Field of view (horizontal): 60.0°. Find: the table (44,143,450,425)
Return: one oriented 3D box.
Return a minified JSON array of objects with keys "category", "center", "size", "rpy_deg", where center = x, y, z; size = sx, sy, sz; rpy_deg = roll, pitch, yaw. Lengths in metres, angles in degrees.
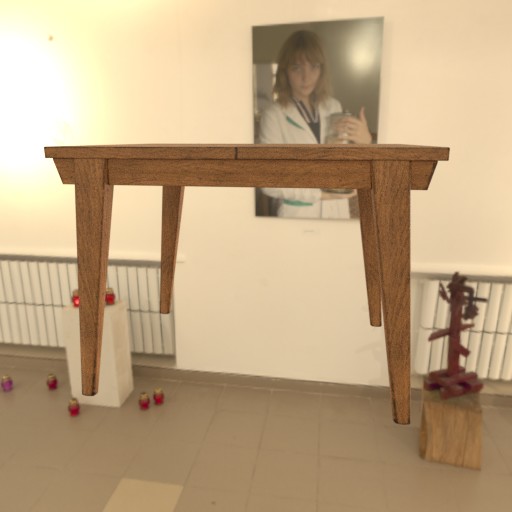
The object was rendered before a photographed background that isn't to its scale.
[{"category":"table","center":[0.000,0.000,1.563],"size":[1.027,0.760,0.757],"rpy_deg":[2,15,8]}]
